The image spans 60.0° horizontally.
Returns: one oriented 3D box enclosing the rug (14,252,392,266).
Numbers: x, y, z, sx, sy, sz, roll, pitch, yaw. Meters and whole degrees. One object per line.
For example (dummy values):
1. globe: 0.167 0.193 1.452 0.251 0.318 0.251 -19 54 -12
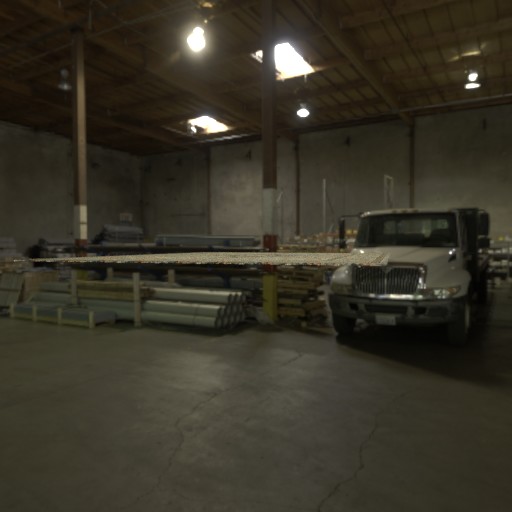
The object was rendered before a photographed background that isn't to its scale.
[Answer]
1. rug: 0.000 0.000 4.109 2.379 0.011 3.221 0 2 17
